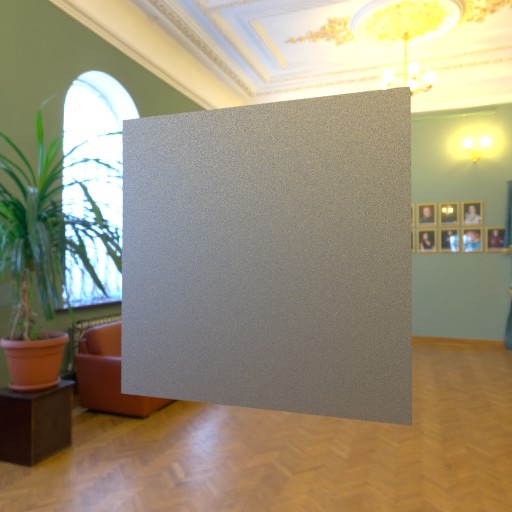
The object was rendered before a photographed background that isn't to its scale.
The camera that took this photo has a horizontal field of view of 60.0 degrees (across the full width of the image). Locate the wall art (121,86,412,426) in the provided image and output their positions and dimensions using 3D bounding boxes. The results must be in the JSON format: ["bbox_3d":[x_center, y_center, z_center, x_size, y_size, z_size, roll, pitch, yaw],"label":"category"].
[{"bbox_3d":[0.000,0.000,0.529,0.350,0.350,0.038,0,-1,18],"label":"wall art"}]
